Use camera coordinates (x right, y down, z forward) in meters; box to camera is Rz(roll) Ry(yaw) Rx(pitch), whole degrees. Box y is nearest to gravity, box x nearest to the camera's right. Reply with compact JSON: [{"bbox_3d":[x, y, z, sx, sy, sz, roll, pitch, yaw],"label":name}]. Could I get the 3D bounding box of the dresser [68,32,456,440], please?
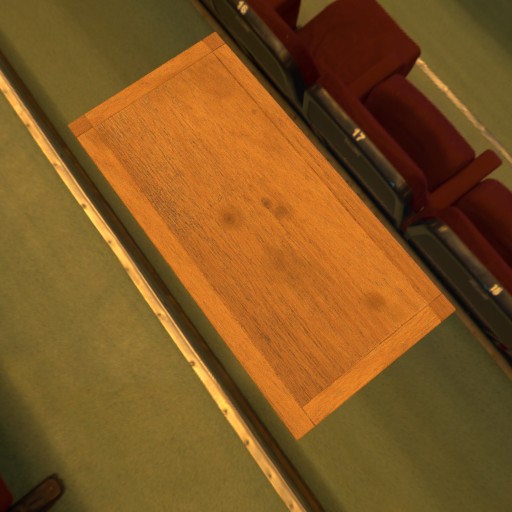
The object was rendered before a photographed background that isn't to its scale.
[{"bbox_3d":[0.000,0.000,1.305,0.427,0.804,0.804,-36,79,-8],"label":"dresser"}]
